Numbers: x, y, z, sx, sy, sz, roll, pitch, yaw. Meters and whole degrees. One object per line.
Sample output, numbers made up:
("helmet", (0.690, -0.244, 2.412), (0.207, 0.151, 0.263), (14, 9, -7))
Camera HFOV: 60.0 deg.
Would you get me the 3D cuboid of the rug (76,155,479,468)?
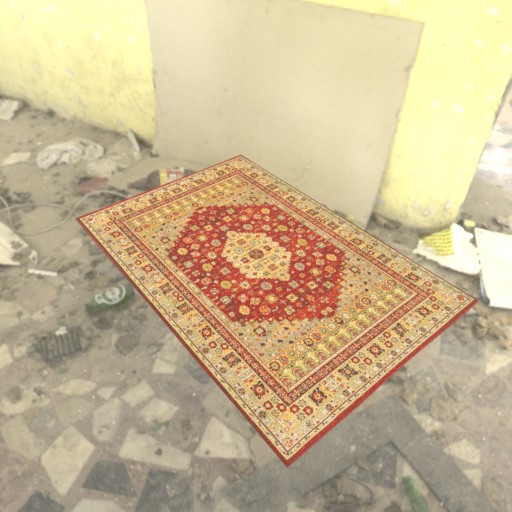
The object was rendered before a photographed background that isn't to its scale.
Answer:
("rug", (0.000, 0.000, 2.288), (1.194, 0.013, 1.802), (-28, 48, -28))
